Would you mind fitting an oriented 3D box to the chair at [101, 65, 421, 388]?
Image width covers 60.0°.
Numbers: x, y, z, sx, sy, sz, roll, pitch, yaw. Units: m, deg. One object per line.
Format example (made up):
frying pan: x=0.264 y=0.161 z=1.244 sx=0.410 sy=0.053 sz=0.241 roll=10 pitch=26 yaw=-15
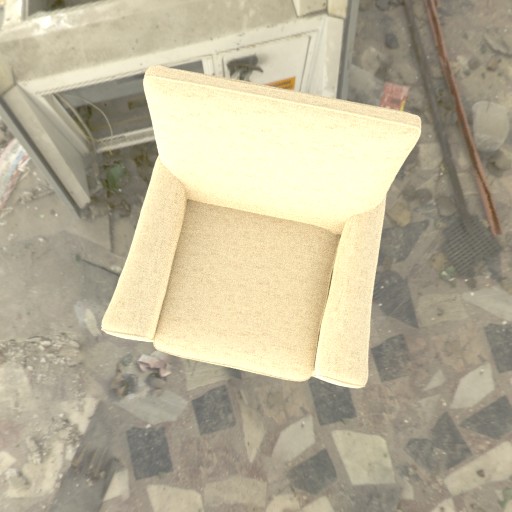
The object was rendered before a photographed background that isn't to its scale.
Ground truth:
chair: x=0.000 y=0.000 z=1.638 sx=0.870 sy=0.943 sz=0.823 roll=12 pitch=77 yaw=3
